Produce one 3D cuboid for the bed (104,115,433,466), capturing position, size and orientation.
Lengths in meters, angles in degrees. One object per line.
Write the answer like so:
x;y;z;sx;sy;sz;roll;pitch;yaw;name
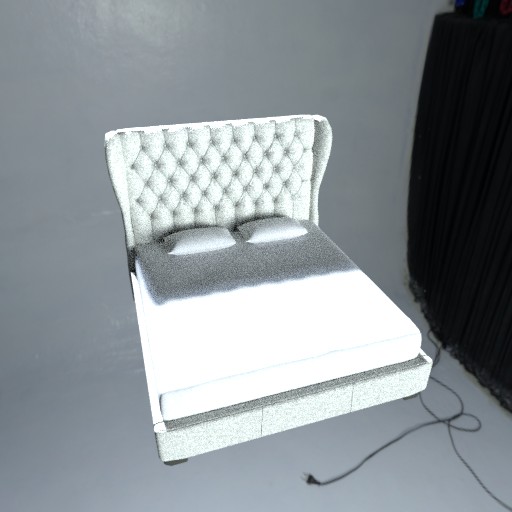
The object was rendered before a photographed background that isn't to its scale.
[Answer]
0.000;0.000;3.829;2.219;1.771;2.347;-9;32;-15;bed
